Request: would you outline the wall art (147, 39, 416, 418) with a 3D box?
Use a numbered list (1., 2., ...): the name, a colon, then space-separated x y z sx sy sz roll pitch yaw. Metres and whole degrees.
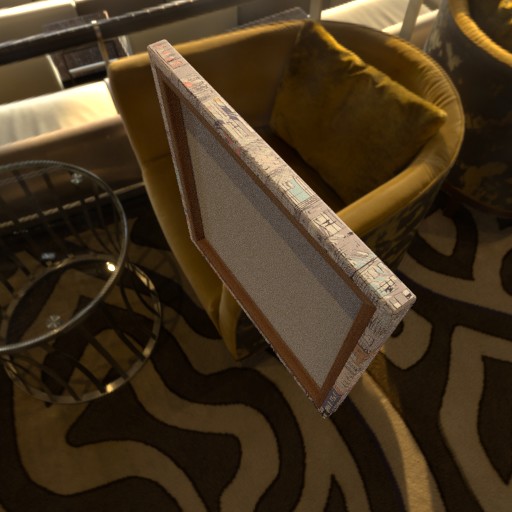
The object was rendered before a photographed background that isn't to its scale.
1. wall art: 0.000 0.000 0.898 0.038 0.608 0.607 -31 64 -17
